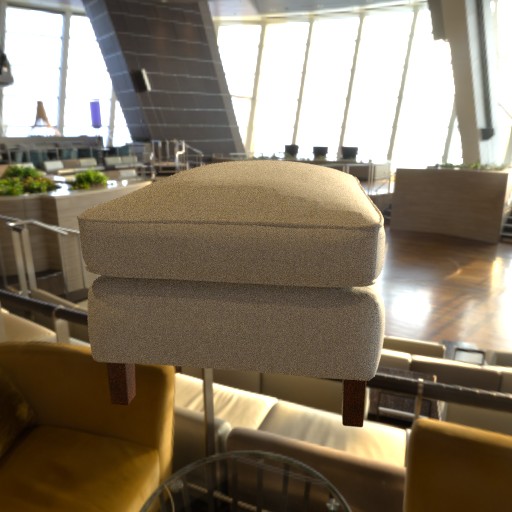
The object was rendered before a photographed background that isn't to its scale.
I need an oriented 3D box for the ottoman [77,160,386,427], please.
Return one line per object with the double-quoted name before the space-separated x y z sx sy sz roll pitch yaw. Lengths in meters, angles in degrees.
"ottoman" 0.000 0.000 0.977 0.501 0.406 0.665 2 16 8
